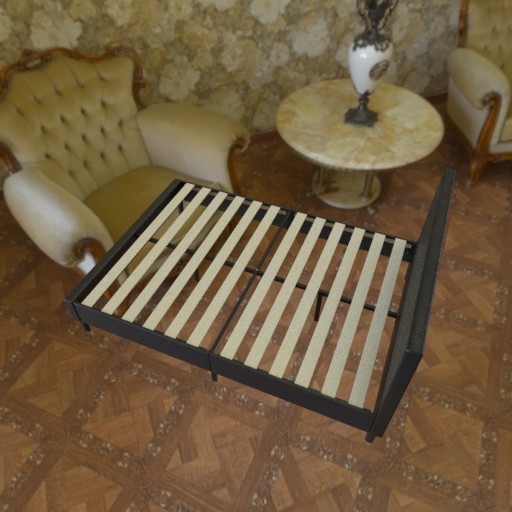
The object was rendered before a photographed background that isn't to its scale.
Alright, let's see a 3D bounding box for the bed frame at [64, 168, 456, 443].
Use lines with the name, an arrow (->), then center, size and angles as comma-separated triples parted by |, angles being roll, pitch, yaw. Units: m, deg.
bed frame -> 0.000, 0.000, 3.009 | 2.152, 1.046, 1.469 | 17, 48, 16
